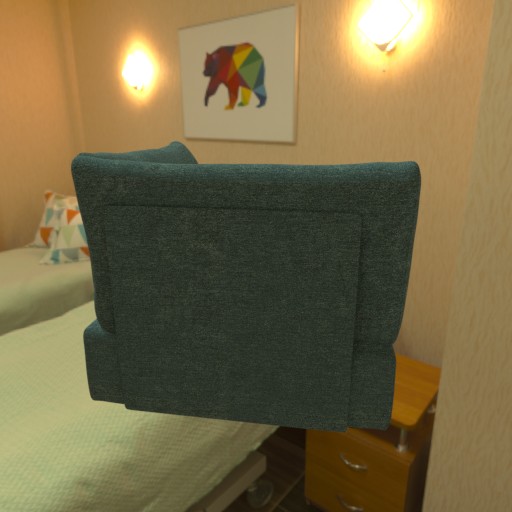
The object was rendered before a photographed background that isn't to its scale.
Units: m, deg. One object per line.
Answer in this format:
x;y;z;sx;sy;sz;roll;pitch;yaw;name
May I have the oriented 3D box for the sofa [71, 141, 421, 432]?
0.000;0.000;1.712;1.000;0.820;1.000;3;17;9;sofa
